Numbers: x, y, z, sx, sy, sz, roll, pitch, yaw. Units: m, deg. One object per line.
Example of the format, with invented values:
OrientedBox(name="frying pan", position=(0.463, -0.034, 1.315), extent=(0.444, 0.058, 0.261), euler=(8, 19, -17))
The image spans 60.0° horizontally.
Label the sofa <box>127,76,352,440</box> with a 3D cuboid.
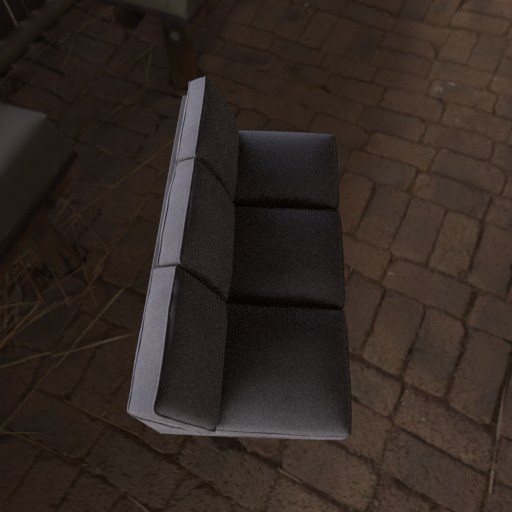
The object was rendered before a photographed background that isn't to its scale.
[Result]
OrientedBox(name="sofa", position=(0.000, 0.000, 2.574), extent=(1.027, 0.973, 1.962), euler=(2, 61, 1))
